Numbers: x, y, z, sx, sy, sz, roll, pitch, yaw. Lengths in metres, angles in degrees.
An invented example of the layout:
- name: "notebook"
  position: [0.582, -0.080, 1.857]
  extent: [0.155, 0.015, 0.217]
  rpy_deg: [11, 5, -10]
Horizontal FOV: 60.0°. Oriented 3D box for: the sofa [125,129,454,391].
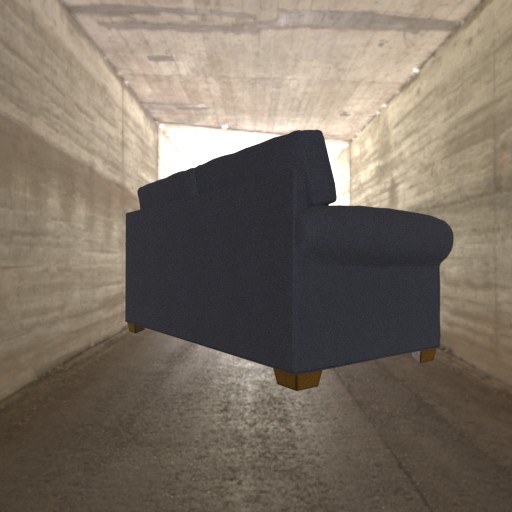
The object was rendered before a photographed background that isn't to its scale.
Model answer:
- name: "sofa"
  position: [0.000, 0.000, 2.623]
  extent: [0.951, 1.031, 2.009]
  rpy_deg: [1, -1, -36]
